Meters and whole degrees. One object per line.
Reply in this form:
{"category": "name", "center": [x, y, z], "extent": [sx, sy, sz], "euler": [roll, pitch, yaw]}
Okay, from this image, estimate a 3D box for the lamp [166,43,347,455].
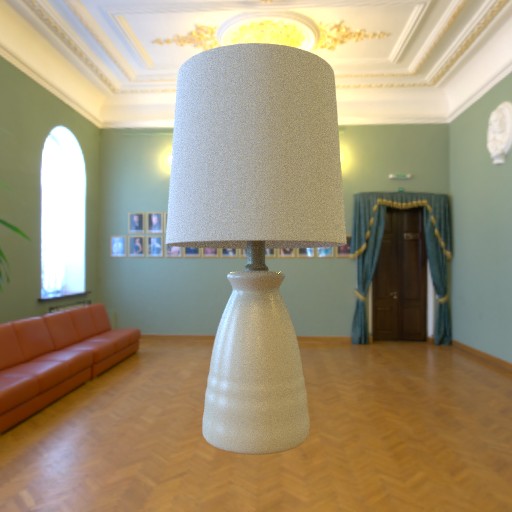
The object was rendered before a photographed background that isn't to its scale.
{"category": "lamp", "center": [0.000, 0.000, 0.465], "extent": [0.186, 0.369, 0.186], "euler": [0, -1, 0]}
